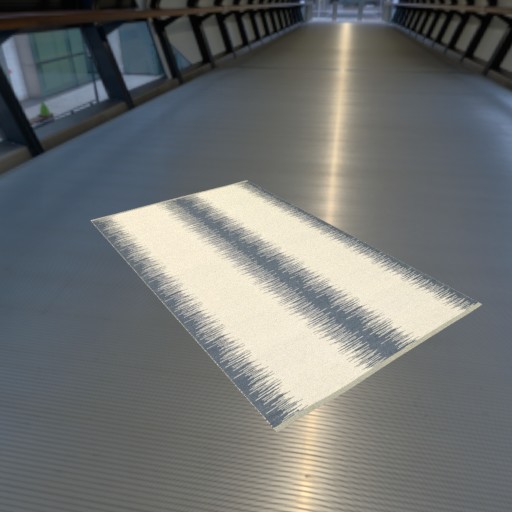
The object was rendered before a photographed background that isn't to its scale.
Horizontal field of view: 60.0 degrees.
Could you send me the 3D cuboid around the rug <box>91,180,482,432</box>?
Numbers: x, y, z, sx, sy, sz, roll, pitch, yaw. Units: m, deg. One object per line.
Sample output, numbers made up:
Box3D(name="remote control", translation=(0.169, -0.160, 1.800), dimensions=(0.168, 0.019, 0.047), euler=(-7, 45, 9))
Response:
Box3D(name="rug", translation=(0.000, 0.000, 3.071), dimensions=(1.519, 0.003, 2.453), euler=(-20, 36, -30))
